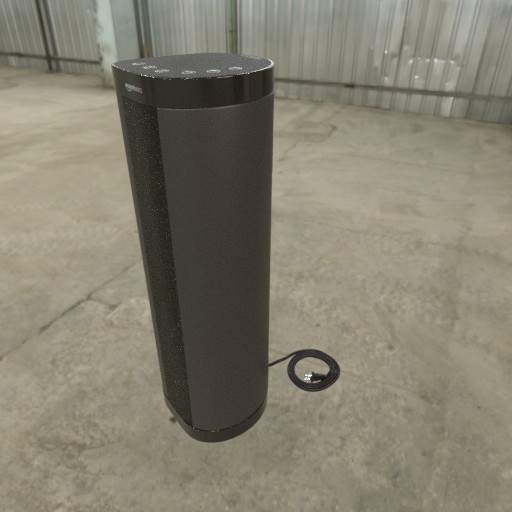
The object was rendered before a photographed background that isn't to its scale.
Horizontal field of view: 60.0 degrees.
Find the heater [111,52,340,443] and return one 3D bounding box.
[{"bbox_3d":[0.000,0.000,0.670,0.312,0.552,0.174,-21,37,-30],"label":"heater"}]
